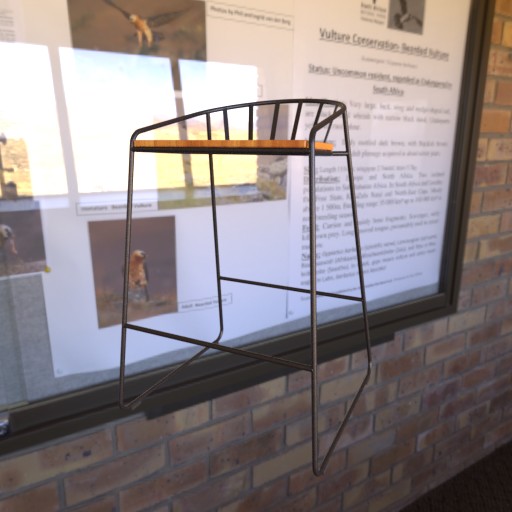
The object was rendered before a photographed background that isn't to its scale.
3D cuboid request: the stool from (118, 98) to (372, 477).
[{"bbox_3d":[0.000,0.000,1.161,0.546,0.812,0.521,7,16,26],"label":"stool"}]
